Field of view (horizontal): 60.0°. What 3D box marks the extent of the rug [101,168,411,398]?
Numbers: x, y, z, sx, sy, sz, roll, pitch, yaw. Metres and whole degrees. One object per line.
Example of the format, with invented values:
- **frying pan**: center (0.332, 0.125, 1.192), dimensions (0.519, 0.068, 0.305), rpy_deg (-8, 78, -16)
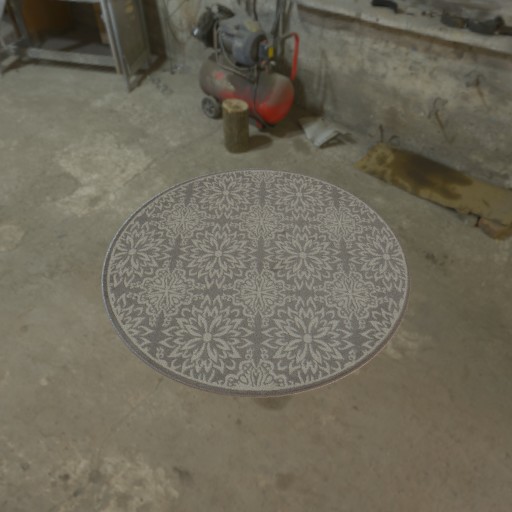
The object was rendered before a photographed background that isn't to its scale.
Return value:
- **rug**: center (0.000, 0.000, 2.347), dimensions (1.593, 0.012, 1.593), rpy_deg (0, 46, 0)
